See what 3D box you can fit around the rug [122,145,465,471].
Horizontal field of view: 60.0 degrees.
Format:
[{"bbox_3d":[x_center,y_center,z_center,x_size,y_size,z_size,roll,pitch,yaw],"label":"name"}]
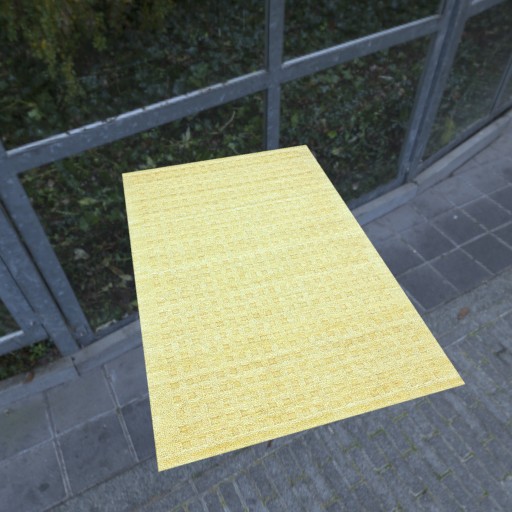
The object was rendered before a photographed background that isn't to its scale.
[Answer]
[{"bbox_3d":[0.000,0.000,2.837,1.524,0.006,2.286,-11,47,-11],"label":"rug"}]
